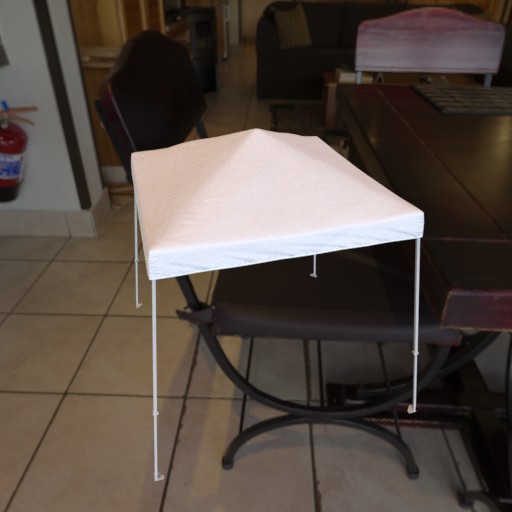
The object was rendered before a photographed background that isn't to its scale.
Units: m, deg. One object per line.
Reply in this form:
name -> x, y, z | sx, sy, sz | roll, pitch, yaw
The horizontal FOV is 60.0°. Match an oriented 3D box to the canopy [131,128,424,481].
canopy -> 0.000, 0.000, 4.973 | 2.848, 2.849, 2.849 | -9, 33, -14
